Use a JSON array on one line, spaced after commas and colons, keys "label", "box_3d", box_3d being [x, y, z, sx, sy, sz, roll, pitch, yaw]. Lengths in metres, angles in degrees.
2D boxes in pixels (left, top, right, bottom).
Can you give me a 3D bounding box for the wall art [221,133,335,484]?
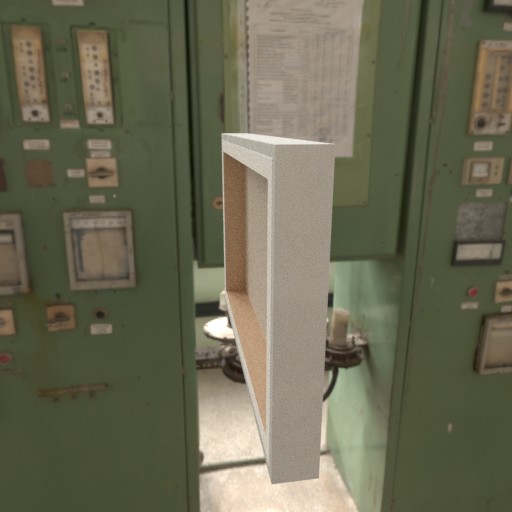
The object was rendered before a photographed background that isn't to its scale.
[{"label": "wall art", "box_3d": [0.000, 0.000, 0.488, 0.038, 0.254, 0.381, -3, 17, -9]}]
